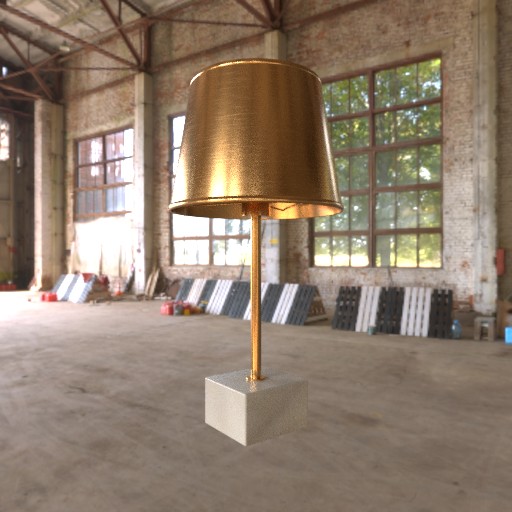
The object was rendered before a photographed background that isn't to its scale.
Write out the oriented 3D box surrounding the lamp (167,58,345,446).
[{"bbox_3d":[0.000,0.000,0.532,0.208,0.406,0.208,0,0,0],"label":"lamp"}]
